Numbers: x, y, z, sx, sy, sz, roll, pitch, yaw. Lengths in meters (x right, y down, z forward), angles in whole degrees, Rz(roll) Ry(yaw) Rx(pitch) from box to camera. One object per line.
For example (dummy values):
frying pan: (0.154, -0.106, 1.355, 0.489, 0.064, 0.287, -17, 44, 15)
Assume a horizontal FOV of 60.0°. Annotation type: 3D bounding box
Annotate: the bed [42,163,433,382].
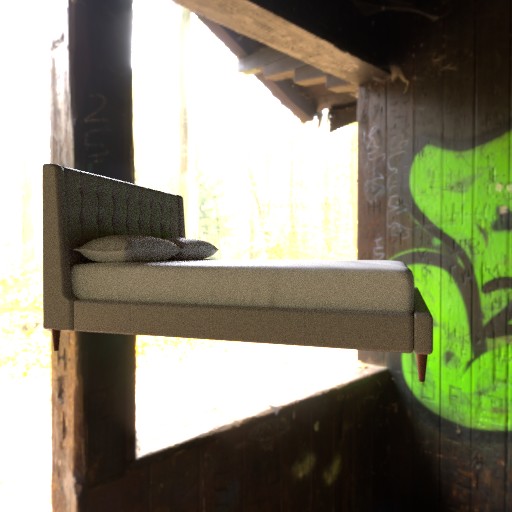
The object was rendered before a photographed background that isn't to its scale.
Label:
bed: (0.000, 0.000, 3.146, 2.232, 1.147, 1.656, 0, 1, 18)
